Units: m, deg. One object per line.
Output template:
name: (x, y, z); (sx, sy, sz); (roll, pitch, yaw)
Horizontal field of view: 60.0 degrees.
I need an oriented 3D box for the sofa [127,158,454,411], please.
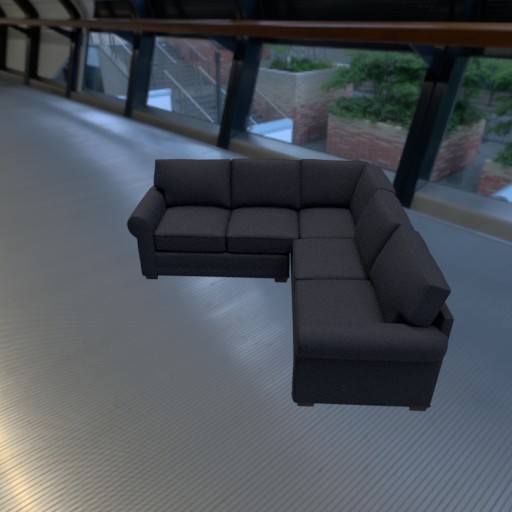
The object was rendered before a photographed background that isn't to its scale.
sofa: (0.000, 0.000, 3.847); (2.487, 1.042, 2.562); (1, 30, 3)
